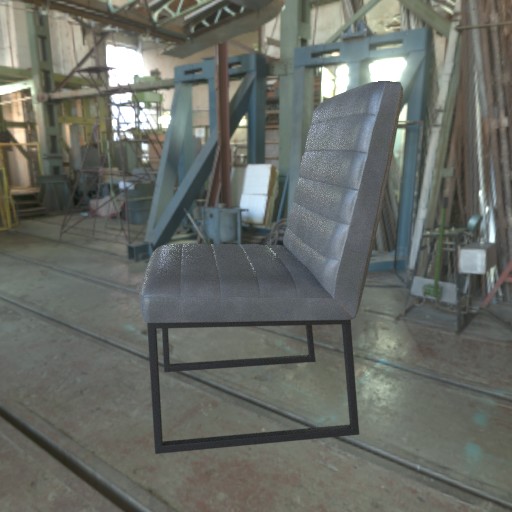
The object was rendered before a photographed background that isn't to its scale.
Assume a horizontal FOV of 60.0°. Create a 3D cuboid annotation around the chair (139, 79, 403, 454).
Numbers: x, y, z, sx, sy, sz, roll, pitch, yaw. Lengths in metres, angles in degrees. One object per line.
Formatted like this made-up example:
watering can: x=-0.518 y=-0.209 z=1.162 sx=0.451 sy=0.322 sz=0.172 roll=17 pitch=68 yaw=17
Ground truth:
chair: x=0.000 y=0.000 z=1.310 sx=0.634 sy=0.930 sz=0.520 roll=-2 pitch=13 yaw=-8
